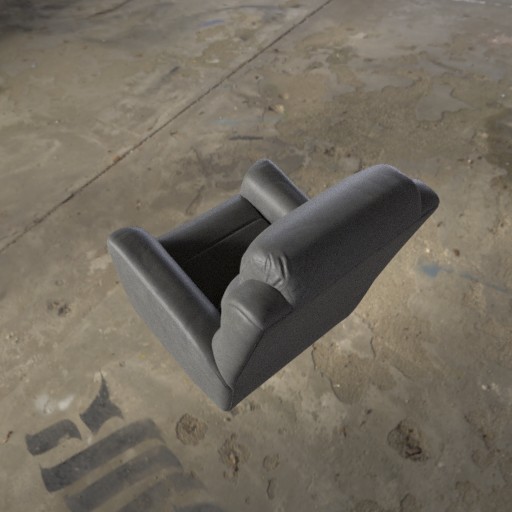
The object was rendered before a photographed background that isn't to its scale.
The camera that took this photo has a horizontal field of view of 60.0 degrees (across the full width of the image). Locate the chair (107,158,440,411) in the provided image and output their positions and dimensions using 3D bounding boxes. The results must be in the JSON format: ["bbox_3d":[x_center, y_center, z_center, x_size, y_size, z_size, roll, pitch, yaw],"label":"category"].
[{"bbox_3d":[0.000,0.000,1.963,0.967,1.116,1.068,-32,55,-26],"label":"chair"}]
